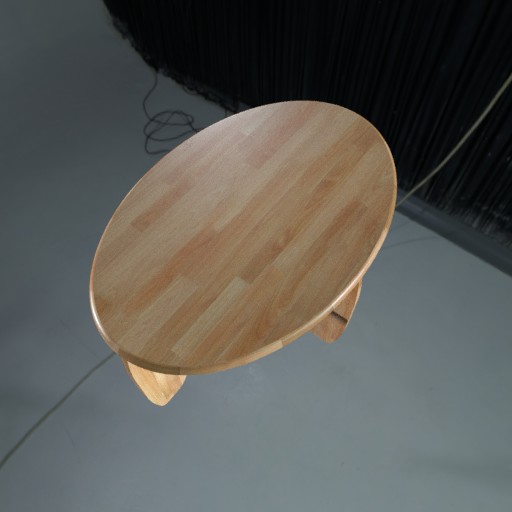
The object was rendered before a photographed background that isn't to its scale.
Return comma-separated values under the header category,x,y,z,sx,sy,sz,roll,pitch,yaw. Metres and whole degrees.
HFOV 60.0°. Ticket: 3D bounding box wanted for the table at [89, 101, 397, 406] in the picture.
category,x,y,z,sx,sy,sz,roll,pitch,yaw
table,0.000,0.000,1.403,0.690,0.490,1.040,32,62,19
